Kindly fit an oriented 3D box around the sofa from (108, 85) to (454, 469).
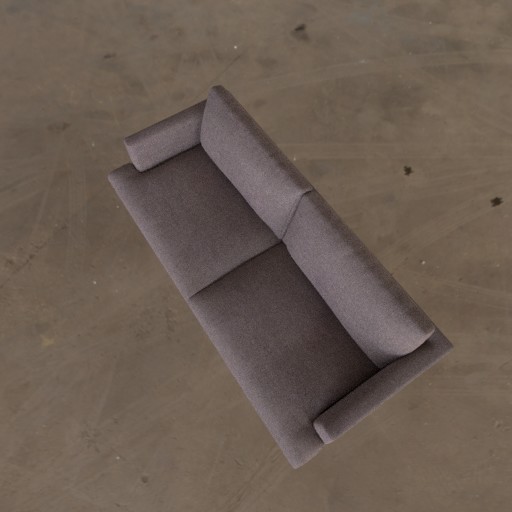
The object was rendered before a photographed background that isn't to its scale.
[{"bbox_3d":[0.000,0.000,2.792,1.020,0.868,2.250,-31,68,-14],"label":"sofa"}]
